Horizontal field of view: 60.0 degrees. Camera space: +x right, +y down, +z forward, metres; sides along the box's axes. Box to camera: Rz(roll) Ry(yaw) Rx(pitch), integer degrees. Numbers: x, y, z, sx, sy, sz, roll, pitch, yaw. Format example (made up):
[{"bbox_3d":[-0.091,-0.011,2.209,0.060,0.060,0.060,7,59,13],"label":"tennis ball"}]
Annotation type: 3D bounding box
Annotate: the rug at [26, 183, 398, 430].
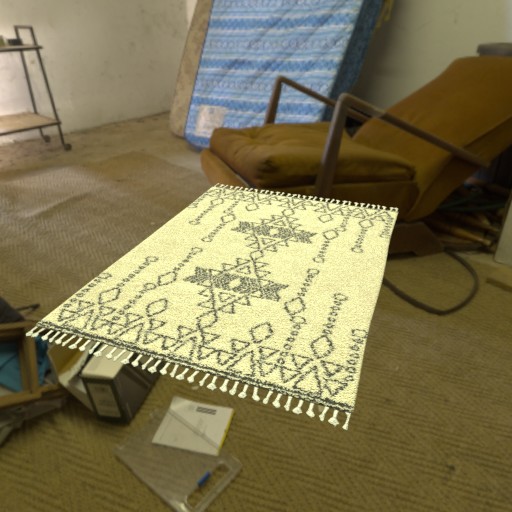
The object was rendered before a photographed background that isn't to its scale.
[{"bbox_3d":[0.000,0.000,3.791,2.125,0.028,3.027,10,31,18],"label":"rug"}]
